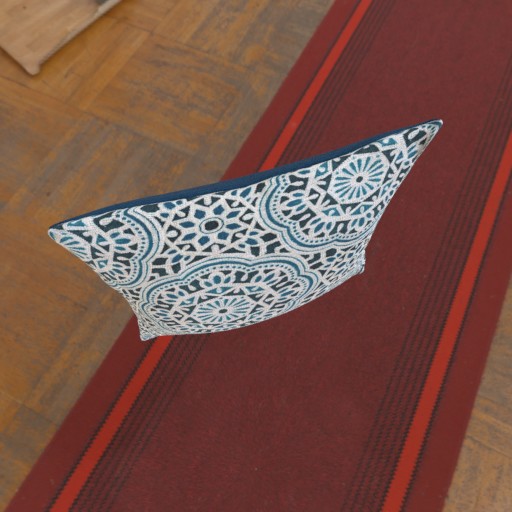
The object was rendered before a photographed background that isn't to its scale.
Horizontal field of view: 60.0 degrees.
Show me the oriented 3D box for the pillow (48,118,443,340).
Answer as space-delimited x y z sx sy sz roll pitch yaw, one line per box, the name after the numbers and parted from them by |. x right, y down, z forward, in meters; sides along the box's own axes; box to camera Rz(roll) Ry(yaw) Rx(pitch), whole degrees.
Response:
0.000 0.000 0.648 0.440 0.420 0.145 -17 65 -8 | pillow
